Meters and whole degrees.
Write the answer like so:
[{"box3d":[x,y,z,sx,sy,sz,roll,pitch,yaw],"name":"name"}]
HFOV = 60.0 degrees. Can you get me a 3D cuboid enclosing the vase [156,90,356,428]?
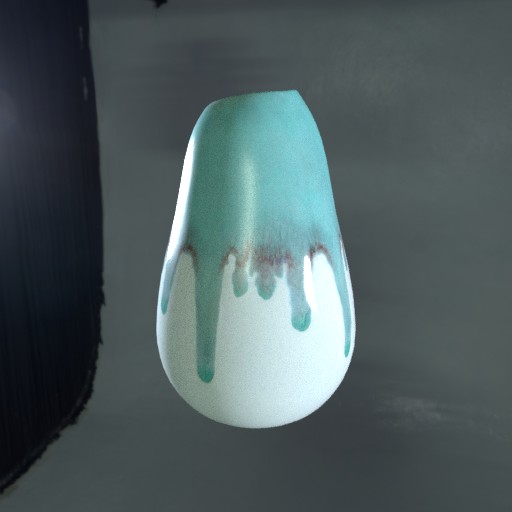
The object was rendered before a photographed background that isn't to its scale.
[{"box3d":[0.000,0.000,0.254,0.116,0.179,0.116,0,15,0],"name":"vase"}]
